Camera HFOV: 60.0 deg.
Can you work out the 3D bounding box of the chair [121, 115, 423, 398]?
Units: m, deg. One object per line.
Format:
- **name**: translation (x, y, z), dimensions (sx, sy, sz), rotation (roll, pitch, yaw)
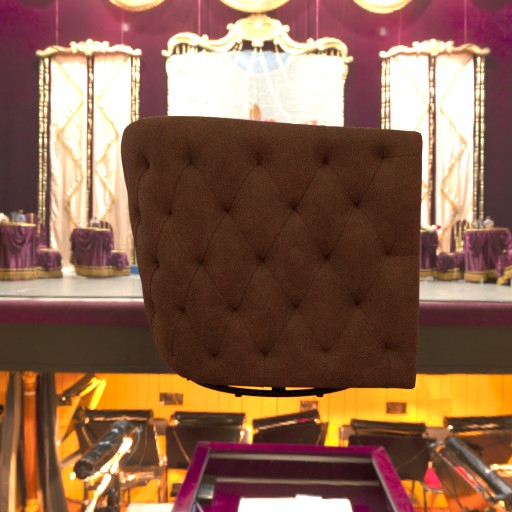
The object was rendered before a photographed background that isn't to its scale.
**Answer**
- **chair**: translation (0.000, 0.000, 1.528), dimensions (0.870, 0.790, 0.850), rotation (0, 0, 0)
